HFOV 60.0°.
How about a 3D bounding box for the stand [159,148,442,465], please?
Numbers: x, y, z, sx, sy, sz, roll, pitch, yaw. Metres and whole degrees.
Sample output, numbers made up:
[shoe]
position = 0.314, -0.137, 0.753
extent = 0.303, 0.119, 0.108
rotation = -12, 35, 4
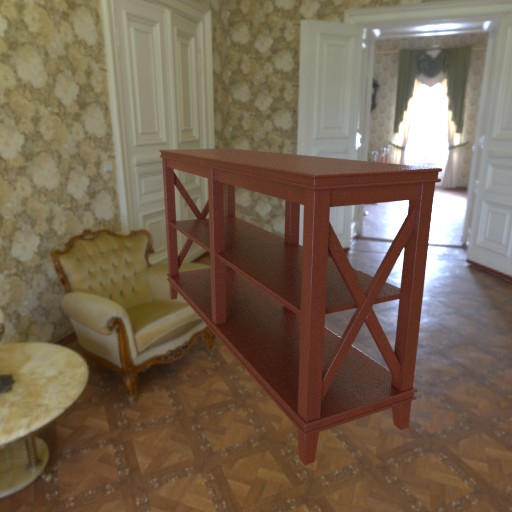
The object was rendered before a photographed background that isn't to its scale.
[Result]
[stand]
position = 0.000, 0.000, 1.730
extent = 0.381, 0.762, 1.372
rotation = -7, 17, -25
